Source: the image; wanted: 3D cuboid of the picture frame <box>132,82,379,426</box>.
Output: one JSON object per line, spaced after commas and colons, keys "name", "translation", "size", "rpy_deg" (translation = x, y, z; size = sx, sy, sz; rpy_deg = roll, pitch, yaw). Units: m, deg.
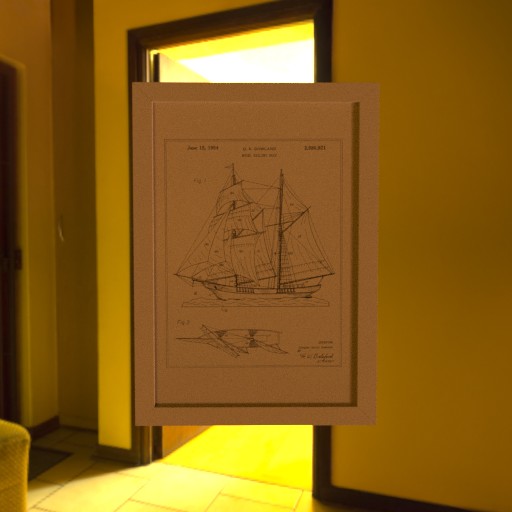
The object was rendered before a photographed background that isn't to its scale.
{"name": "picture frame", "translation": [0.000, 0.000, 0.598], "size": [0.326, 0.459, 0.011], "rpy_deg": [0, 2, 0]}
